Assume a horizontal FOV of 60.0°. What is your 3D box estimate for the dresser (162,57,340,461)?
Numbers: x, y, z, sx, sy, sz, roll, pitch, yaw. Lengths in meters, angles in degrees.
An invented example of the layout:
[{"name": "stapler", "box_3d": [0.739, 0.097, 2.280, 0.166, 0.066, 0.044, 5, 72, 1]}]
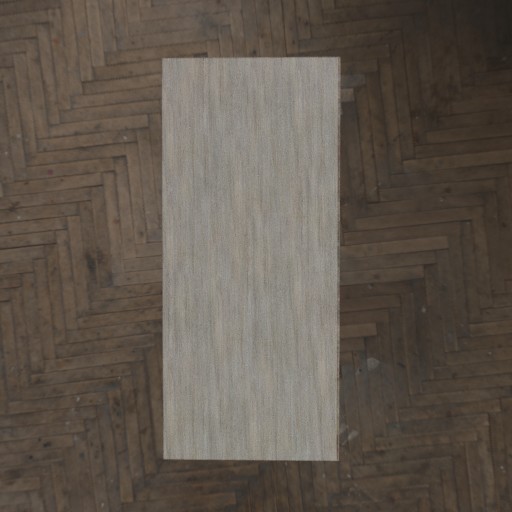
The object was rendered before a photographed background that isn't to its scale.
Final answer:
[{"name": "dresser", "box_3d": [0.000, 0.000, 1.724, 0.457, 1.219, 1.016, 0, 91, 1]}]
